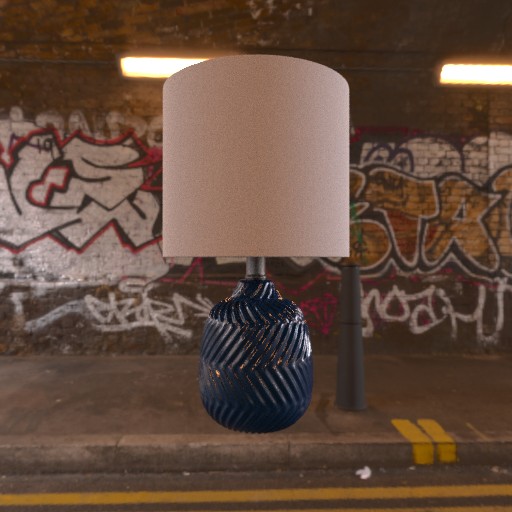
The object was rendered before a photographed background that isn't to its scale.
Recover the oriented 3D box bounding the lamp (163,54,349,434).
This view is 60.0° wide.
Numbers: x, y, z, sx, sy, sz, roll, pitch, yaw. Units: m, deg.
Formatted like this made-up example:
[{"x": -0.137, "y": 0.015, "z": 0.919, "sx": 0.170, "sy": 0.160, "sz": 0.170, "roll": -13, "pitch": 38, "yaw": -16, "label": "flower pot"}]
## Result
[{"x": 0.000, "y": 0.000, "z": 0.493, "sx": 0.203, "sy": 0.368, "sz": 0.203, "roll": 0, "pitch": 0, "yaw": 37, "label": "lamp"}]
